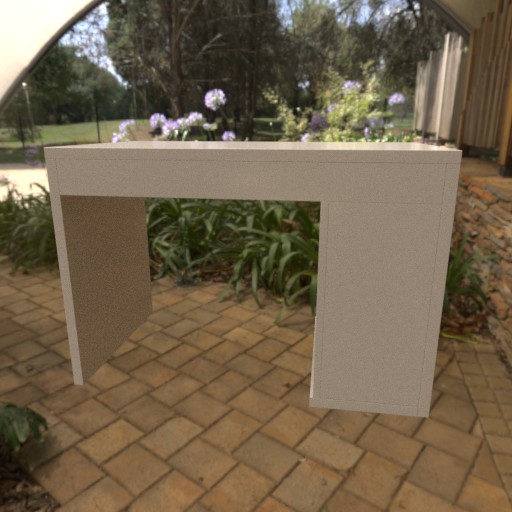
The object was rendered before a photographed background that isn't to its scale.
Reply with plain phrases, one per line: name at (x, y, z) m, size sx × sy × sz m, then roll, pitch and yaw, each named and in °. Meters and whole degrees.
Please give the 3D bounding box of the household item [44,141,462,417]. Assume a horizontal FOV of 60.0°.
household item at (0.000, 0.000, 1.535) m, size 1.100 × 0.749 × 0.597 m, roll 3°, pitch 16°, yaw 9°
